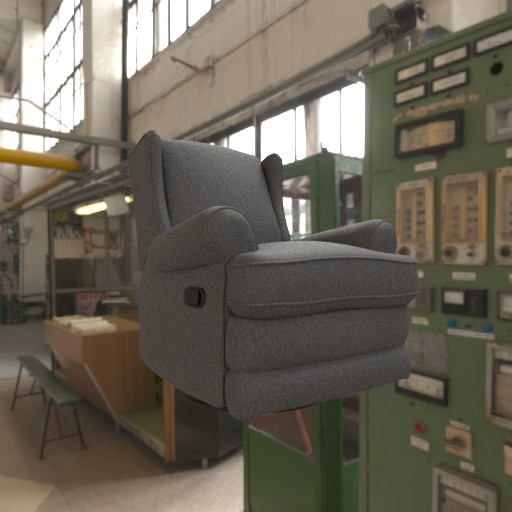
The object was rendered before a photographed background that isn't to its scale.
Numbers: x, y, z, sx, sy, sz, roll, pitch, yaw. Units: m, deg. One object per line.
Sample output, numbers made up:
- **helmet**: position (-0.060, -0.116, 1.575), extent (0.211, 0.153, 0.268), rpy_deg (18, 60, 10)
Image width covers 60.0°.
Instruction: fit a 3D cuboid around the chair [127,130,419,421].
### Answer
- **chair**: position (0.000, 0.000, 1.688), extent (0.847, 1.011, 0.969), rpy_deg (0, -1, -36)
